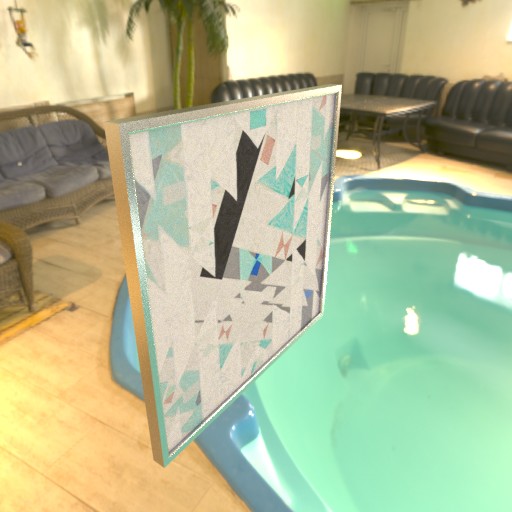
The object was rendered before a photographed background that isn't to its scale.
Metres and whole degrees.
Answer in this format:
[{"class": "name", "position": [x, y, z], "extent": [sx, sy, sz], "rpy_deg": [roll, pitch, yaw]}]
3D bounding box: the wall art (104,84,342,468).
[{"class": "wall art", "position": [0.000, 0.000, 1.193], "extent": [0.038, 0.806, 0.806], "rpy_deg": [18, 31, 32]}]
